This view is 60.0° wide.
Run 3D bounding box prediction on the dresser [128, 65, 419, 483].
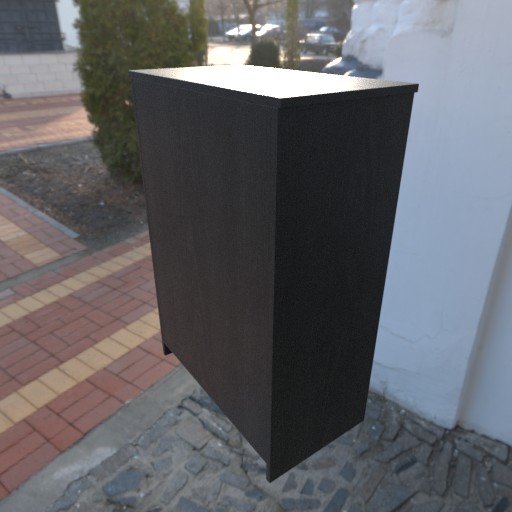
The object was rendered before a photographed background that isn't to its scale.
[{"bbox_3d":[0.000,0.000,1.350,0.398,1.020,0.700,-18,32,-31],"label":"dresser"}]
